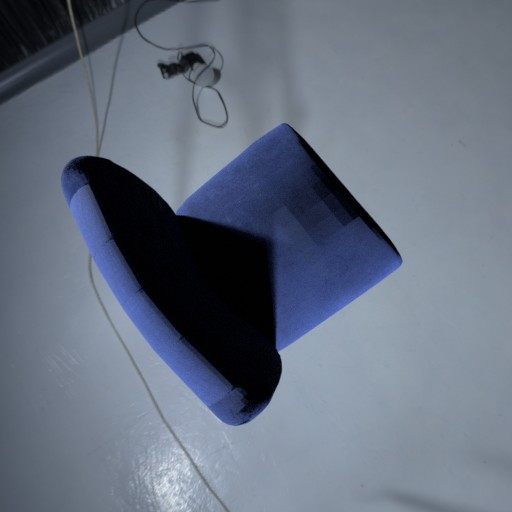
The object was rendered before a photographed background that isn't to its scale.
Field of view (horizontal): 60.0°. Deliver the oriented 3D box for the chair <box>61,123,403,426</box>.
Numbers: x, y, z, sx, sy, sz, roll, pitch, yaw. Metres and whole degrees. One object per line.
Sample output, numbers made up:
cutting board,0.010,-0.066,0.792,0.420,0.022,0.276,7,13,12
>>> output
chair,0.000,0.000,1.171,0.606,0.753,0.585,-36,79,-8
